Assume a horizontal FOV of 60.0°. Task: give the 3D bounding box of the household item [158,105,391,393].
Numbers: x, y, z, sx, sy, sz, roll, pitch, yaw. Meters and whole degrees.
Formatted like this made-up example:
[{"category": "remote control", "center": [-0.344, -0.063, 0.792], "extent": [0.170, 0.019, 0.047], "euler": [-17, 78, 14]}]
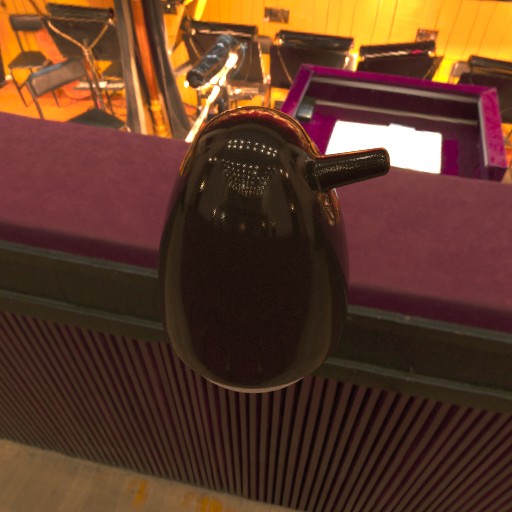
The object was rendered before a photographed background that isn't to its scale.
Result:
[{"category": "household item", "center": [0.000, 0.000, 0.220], "extent": [0.104, 0.152, 0.102], "euler": [10, 47, 9]}]
